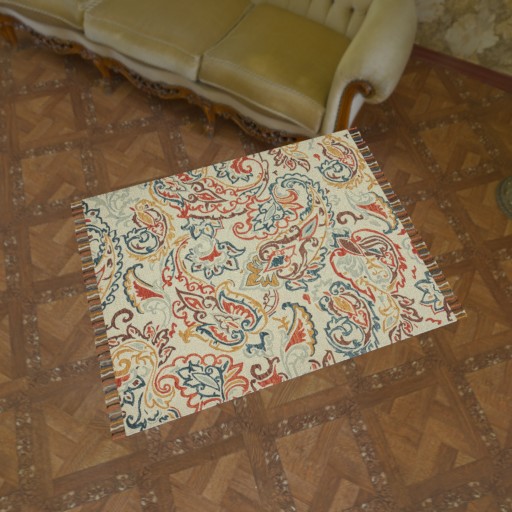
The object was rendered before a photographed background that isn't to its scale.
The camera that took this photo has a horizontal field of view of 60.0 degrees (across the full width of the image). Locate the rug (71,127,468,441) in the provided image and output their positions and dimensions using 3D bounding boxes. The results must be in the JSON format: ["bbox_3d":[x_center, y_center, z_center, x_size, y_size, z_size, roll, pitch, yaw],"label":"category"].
[{"bbox_3d":[0.000,0.000,4.349,3.274,0.015,2.439,-17,64,-9],"label":"rug"}]
